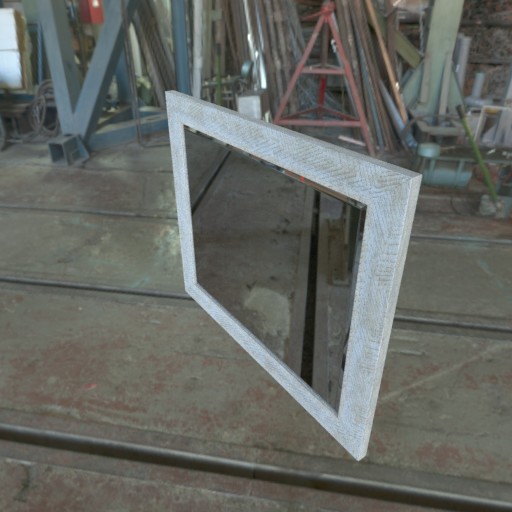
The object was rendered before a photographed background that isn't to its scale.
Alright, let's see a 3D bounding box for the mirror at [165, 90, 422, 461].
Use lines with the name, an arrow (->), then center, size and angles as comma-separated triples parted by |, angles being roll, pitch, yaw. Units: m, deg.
mirror -> 0.000, 0.000, 1.141 | 0.028, 0.689, 0.839 | -20, 36, -30
